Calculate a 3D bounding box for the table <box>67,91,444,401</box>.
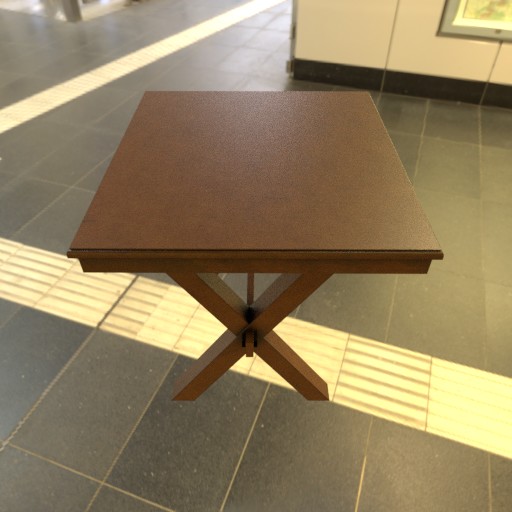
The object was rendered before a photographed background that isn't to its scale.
[{"bbox_3d":[0.000,0.000,1.064,0.560,0.562,0.602,0,42,0],"label":"table"}]
